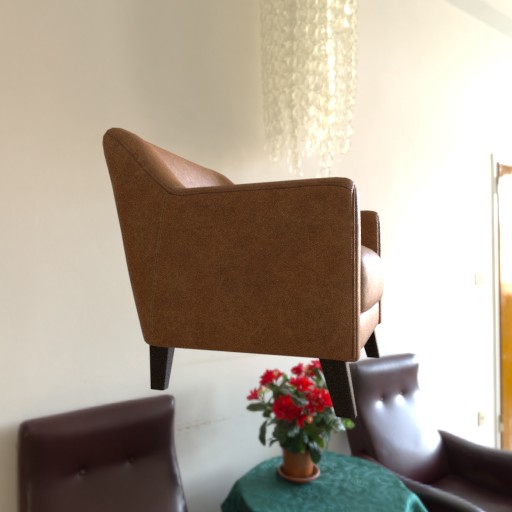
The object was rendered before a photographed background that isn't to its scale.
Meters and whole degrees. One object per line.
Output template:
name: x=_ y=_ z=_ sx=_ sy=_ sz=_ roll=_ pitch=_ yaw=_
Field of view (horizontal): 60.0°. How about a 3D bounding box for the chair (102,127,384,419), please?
chair: x=0.000 y=0.000 z=1.912 sx=1.034 sy=0.980 sz=1.037 roll=0 pitch=-1 yaw=20
